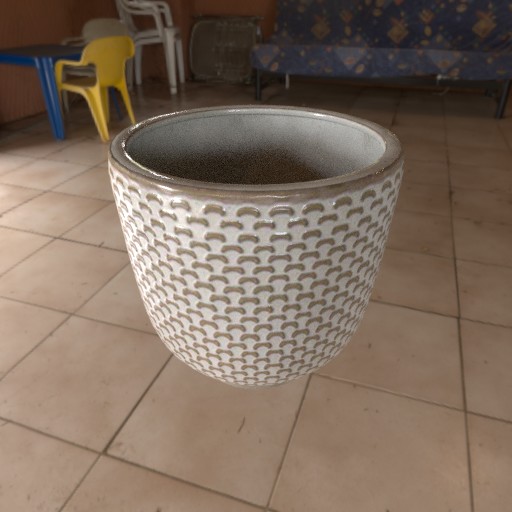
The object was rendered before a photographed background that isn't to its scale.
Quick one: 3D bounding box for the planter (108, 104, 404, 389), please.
[{"bbox_3d":[0.000,0.000,0.350,0.197,0.191,0.197,0,31,0],"label":"planter"}]
